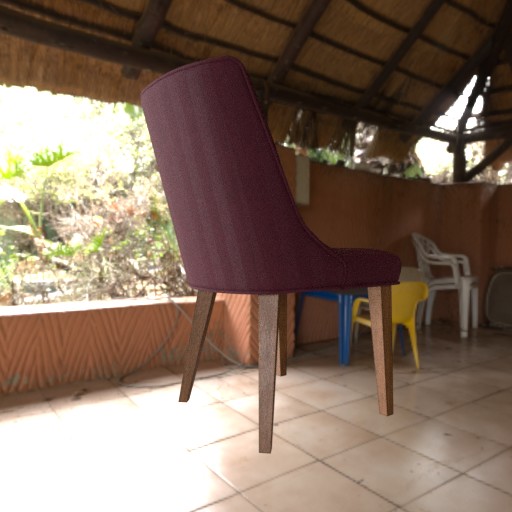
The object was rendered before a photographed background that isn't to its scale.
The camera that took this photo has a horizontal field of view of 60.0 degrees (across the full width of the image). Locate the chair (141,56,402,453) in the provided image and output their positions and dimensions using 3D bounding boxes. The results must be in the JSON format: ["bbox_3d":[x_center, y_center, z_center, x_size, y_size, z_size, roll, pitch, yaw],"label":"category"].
[{"bbox_3d":[0.000,0.000,1.289,0.638,0.916,0.548,-1,2,-37],"label":"chair"}]
